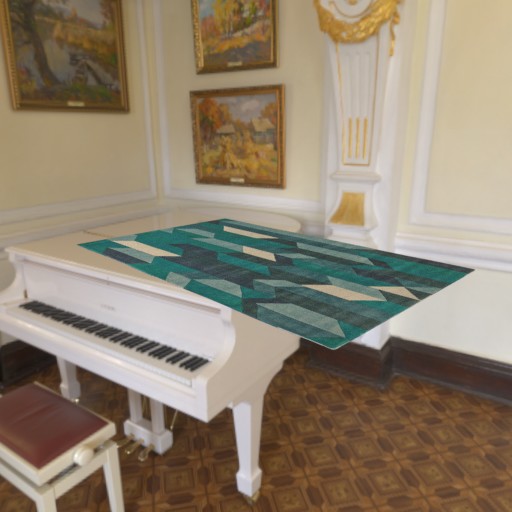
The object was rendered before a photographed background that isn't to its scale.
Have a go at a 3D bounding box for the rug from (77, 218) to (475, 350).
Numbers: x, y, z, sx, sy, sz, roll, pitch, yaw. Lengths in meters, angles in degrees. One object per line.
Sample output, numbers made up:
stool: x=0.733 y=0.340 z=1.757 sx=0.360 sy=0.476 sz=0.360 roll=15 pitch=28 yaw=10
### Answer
rug: x=0.000 y=0.000 z=3.118 sx=1.528 sy=0.005 sz=2.420 roll=-15 pitch=22 yaw=-43
